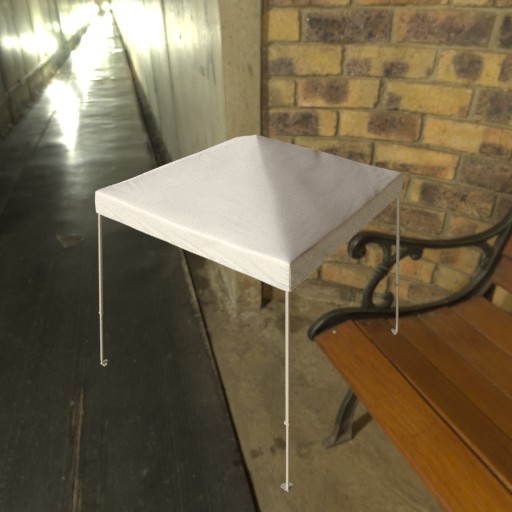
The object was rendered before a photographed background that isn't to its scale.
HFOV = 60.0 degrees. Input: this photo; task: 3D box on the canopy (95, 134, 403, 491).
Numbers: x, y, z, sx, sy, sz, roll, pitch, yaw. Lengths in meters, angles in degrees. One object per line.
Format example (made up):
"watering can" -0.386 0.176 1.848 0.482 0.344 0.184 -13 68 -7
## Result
"canopy" 0.000 0.000 6.555 3.599 3.600 3.600 21 37 30
